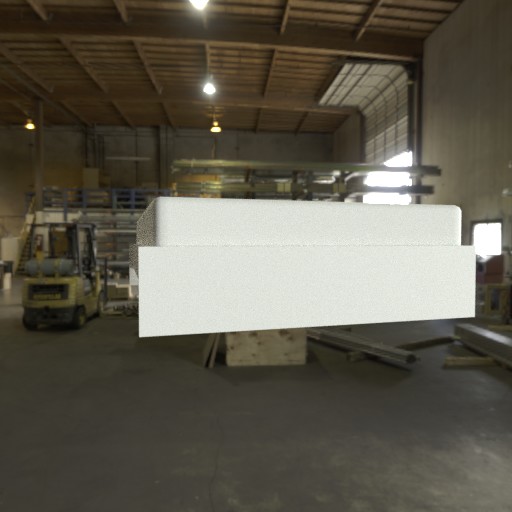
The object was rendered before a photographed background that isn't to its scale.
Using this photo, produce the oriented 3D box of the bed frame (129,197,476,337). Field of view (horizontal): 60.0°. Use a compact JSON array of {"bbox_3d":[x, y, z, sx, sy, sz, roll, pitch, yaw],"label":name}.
[{"bbox_3d":[0.000,0.000,2.685,1.445,0.497,1.945,-1,2,-17],"label":"bed frame"}]
